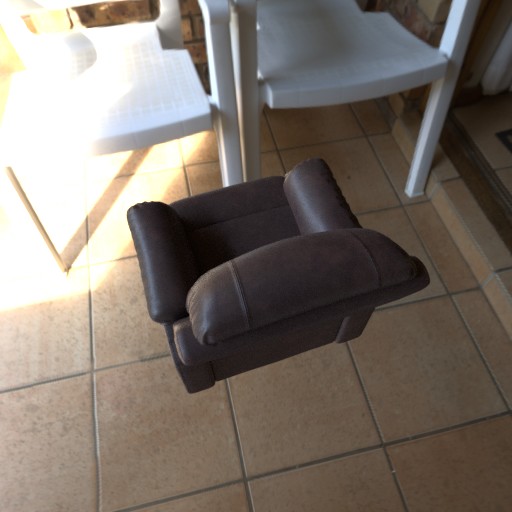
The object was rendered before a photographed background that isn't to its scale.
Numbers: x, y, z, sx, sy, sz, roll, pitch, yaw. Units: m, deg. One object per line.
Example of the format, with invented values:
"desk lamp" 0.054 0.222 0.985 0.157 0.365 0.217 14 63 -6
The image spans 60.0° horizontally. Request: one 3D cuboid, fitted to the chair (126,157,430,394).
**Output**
"chair" 0.000 0.000 1.666 0.855 0.992 0.919 -16 59 -10
